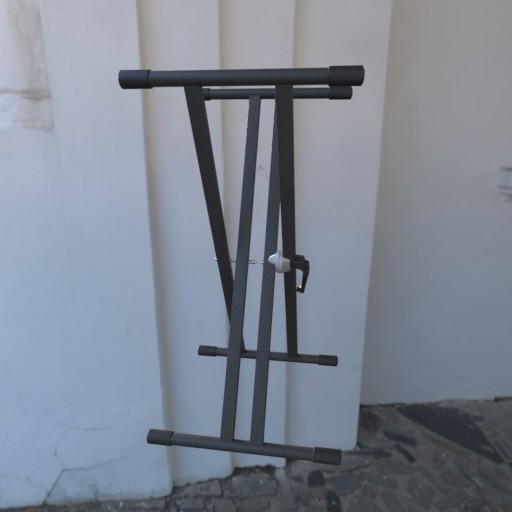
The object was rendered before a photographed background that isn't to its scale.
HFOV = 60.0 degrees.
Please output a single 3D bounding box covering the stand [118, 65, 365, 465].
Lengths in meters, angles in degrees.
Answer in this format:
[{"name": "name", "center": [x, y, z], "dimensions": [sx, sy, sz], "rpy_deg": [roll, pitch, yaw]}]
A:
[{"name": "stand", "center": [0.000, 0.000, 1.212], "dimensions": [0.495, 0.900, 0.503], "rpy_deg": [3, 17, 9]}]
